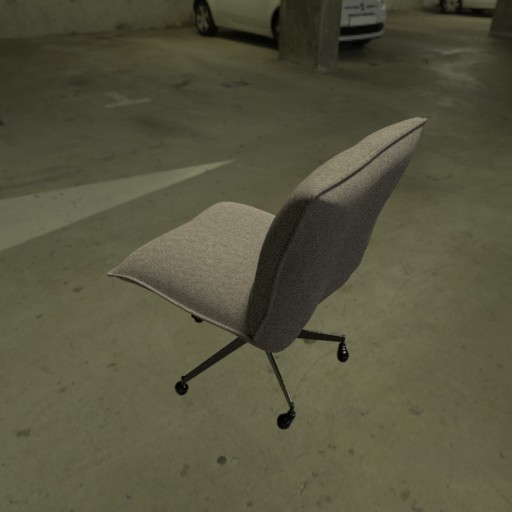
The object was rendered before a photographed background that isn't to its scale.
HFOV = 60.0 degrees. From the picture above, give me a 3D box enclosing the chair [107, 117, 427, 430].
[{"bbox_3d":[0.000,0.000,1.318,0.696,0.811,0.597,21,39,29],"label":"chair"}]
